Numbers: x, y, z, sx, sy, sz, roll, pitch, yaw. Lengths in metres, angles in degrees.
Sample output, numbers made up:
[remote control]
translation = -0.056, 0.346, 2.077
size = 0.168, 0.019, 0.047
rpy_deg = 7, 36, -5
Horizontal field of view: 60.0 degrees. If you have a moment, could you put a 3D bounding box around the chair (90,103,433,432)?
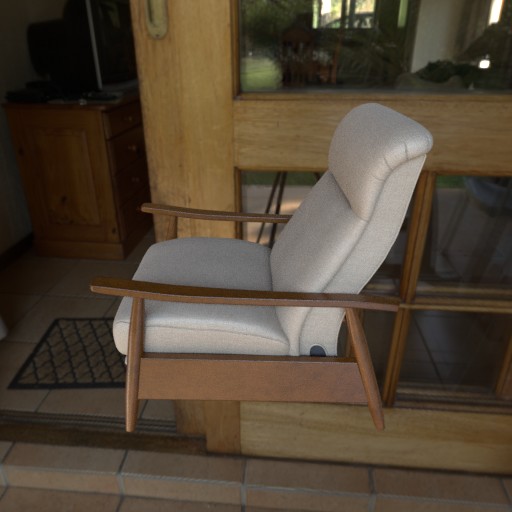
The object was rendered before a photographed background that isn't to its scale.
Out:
[chair]
translation = 0.000, 0.000, 1.733
size = 1.030, 1.082, 0.762
rpy_deg = 0, 26, 0
